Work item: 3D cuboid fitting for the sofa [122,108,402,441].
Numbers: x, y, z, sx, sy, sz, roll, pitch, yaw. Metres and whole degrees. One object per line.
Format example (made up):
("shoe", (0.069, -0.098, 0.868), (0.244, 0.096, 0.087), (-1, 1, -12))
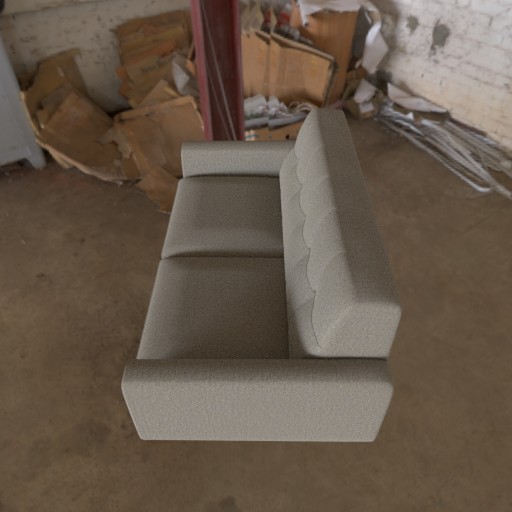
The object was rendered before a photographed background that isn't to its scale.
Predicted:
("sofa", (0.000, 0.000, 2.180), (0.952, 0.925, 1.651), (0, 43, 0))
